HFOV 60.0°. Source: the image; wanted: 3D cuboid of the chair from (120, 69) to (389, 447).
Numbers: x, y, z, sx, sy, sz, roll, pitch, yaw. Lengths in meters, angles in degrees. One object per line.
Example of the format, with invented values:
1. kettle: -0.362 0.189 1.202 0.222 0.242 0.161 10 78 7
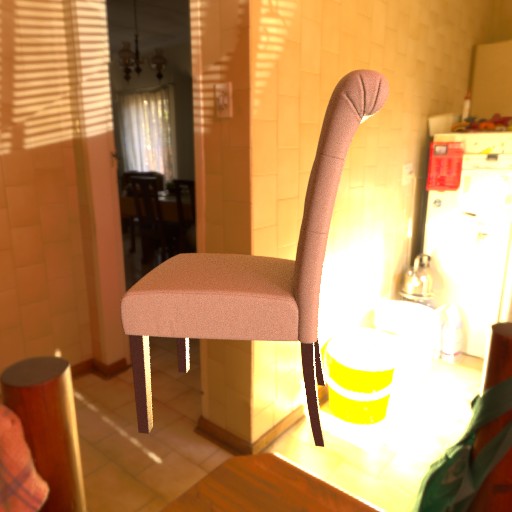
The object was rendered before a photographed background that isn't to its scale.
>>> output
1. chair: 0.000 0.000 1.336 0.671 1.006 0.456 2 14 9
